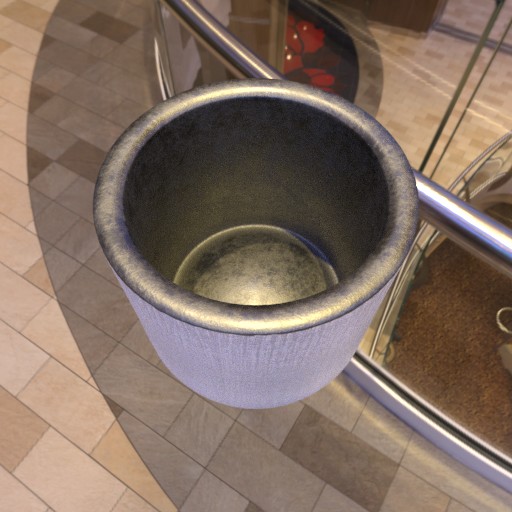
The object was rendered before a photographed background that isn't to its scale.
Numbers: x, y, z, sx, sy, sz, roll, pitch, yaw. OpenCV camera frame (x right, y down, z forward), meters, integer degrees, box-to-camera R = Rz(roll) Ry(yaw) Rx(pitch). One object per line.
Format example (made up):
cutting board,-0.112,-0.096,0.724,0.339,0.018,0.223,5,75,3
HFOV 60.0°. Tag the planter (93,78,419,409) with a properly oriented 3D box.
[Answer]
planter,0.000,0.000,0.216,0.125,0.112,0.125,0,59,0
